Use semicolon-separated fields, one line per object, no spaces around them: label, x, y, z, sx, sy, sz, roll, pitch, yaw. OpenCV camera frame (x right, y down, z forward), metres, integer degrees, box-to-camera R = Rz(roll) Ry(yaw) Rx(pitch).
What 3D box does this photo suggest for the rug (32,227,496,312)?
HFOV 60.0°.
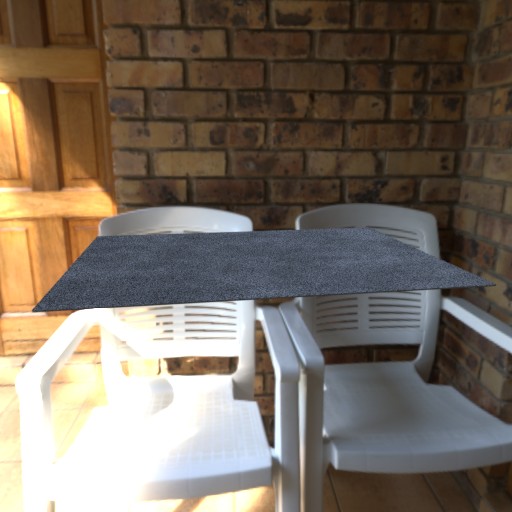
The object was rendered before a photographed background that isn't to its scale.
rug;0.000;0.000;2.855;2.235;0.008;1.600;-2;15;-9
